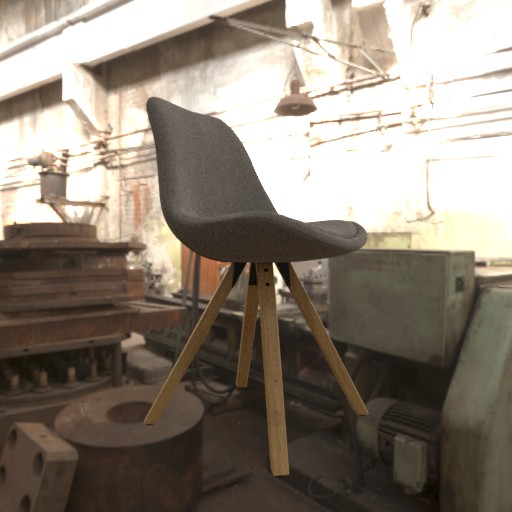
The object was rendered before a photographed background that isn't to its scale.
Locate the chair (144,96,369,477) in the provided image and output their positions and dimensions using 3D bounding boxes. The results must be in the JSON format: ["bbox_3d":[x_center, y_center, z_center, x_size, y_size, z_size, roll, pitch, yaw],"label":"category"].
[{"bbox_3d":[0.000,0.000,1.166,0.550,0.865,0.483,1,1,37],"label":"chair"}]
